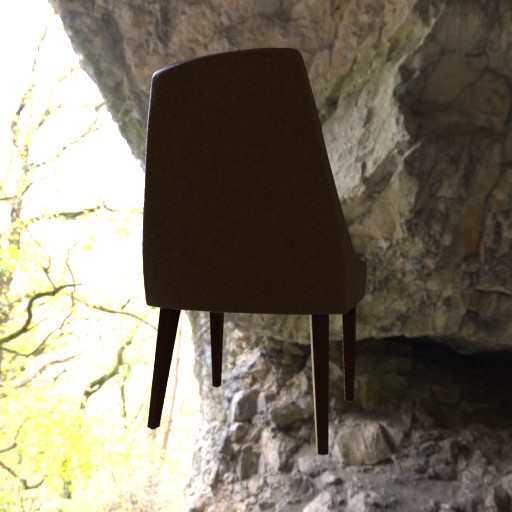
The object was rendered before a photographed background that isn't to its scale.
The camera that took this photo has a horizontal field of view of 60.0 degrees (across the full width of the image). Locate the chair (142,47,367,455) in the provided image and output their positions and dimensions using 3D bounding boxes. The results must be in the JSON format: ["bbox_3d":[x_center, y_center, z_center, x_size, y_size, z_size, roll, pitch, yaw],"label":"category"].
[{"bbox_3d":[0.000,0.000,1.180,0.529,0.861,0.544,0,0,20],"label":"chair"}]
